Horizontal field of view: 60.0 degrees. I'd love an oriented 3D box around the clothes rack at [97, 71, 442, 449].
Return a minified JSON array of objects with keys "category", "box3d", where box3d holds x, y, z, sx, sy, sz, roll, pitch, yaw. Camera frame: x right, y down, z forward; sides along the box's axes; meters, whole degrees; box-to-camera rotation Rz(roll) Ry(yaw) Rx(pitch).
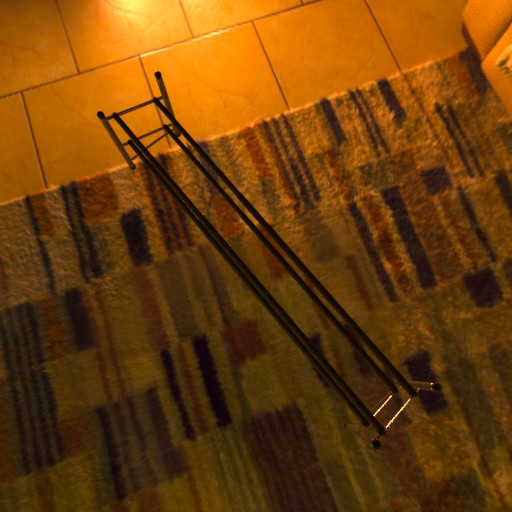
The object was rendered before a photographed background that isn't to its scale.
[{"category":"clothes rack","box3d":[0.000,0.000,1.342,0.229,0.349,1.168,-39,79,-9]}]
